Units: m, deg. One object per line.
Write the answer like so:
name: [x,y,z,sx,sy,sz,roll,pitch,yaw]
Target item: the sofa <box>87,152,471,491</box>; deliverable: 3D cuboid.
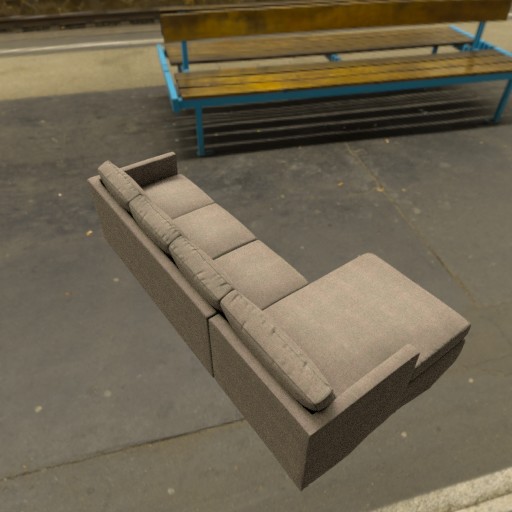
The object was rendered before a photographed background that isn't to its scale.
sofa: [0.000,0.000,3.803,1.650,0.922,3.205,-26,48,-27]
